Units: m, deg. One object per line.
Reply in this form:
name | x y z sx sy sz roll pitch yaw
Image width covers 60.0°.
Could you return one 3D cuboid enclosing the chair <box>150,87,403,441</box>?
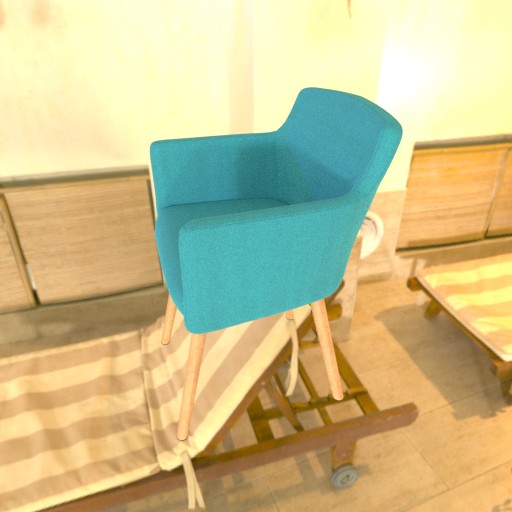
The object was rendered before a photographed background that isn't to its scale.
chair | 0.000 0.000 1.164 0.540 0.780 0.570 -9 32 -15
